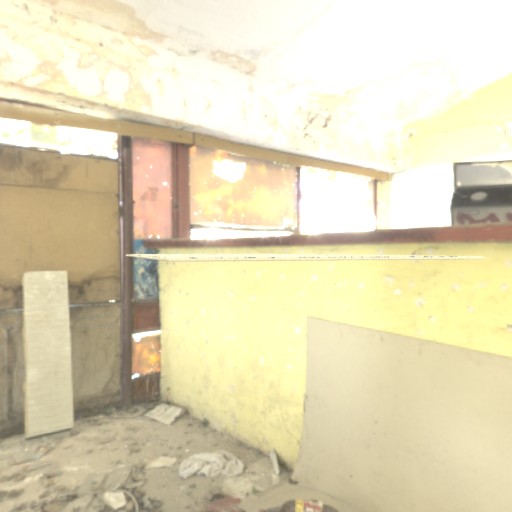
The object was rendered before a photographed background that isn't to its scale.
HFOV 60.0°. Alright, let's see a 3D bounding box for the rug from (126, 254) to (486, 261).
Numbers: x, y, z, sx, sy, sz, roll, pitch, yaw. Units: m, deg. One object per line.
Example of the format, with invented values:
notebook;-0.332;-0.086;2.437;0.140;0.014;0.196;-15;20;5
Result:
rug;0.000;0.000;2.348;1.213;0.012;1.831;0;1;-20
